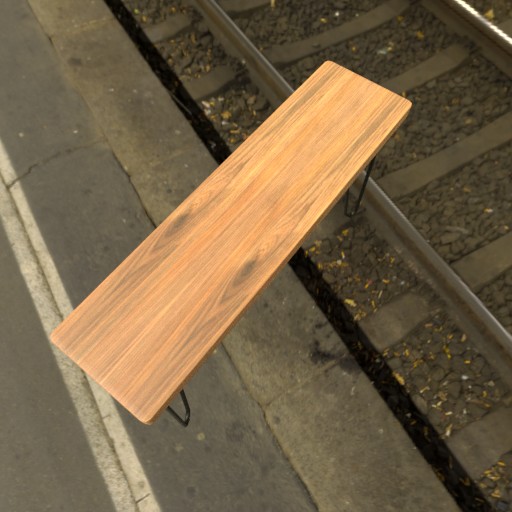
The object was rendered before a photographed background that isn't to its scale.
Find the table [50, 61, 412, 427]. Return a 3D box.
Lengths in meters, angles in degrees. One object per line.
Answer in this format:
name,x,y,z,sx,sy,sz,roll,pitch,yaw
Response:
table,0.000,0.000,1.963,0.425,0.834,1.570,35,68,16
